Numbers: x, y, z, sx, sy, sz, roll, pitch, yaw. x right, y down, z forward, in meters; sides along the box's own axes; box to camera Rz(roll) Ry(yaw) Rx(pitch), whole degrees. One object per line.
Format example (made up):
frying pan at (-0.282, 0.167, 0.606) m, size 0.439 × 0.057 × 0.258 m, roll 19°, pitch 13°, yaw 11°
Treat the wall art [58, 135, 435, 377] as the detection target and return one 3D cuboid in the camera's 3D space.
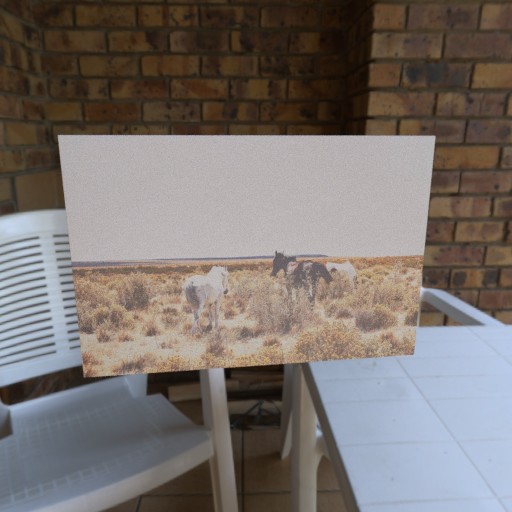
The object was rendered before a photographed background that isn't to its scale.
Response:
wall art at (0.000, 0.000, 1.164) m, size 0.914 × 0.610 × 0.050 m, roll -2°, pitch 15°, yaw -8°
